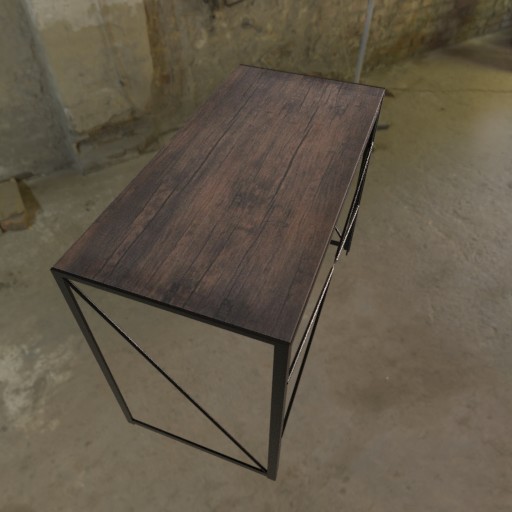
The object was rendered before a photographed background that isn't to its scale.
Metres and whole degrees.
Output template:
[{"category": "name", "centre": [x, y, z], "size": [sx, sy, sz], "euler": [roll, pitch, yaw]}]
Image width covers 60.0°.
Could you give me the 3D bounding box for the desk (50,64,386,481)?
[{"category": "desk", "centre": [0.000, 0.000, 1.425], "size": [0.505, 0.747, 1.015], "euler": [15, 49, 14]}]
